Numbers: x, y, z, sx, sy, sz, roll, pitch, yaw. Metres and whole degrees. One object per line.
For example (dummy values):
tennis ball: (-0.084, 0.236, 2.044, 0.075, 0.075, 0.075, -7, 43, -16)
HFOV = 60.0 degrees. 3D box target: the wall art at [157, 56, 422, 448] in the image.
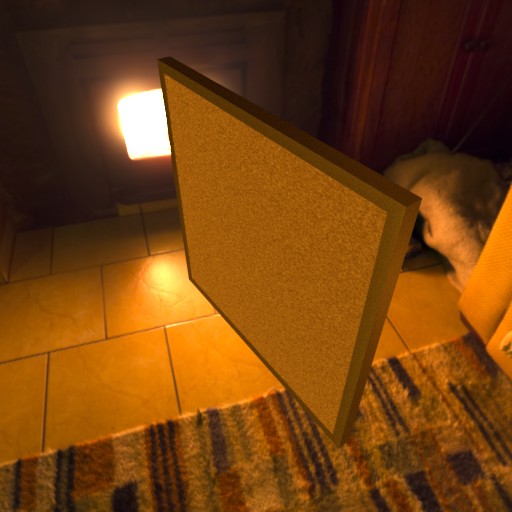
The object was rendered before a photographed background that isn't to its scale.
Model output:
wall art: (0.000, 0.000, 1.124, 0.036, 0.765, 0.767, -26, 48, -26)
